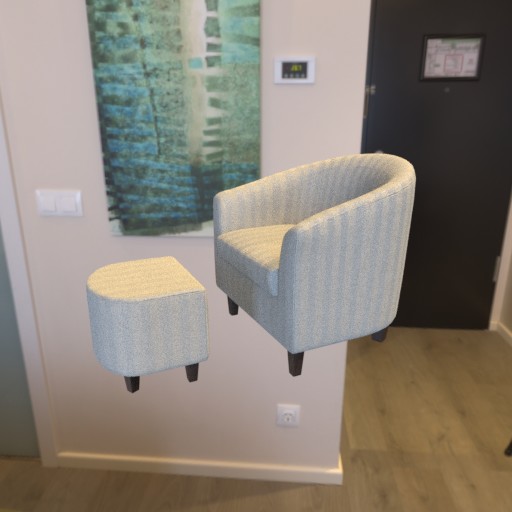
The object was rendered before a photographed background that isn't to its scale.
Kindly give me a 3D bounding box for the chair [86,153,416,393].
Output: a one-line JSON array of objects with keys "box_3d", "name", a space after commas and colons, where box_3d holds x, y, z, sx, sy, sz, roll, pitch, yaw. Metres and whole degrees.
[{"box_3d": [0.000, 0.000, 1.771, 1.288, 0.757, 0.756, -8, 19, -24], "name": "chair"}]
